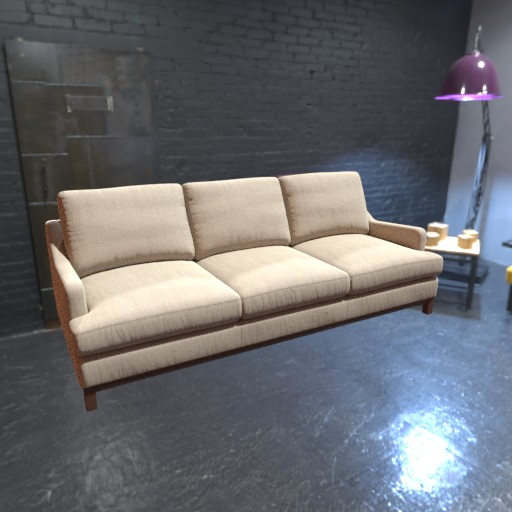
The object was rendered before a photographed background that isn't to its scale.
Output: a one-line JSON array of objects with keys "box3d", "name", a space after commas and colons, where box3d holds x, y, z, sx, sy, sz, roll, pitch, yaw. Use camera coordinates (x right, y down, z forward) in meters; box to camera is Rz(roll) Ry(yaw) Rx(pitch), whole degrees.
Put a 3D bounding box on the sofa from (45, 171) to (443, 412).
[{"box3d": [0.000, 0.000, 2.795, 2.321, 0.913, 1.000, -9, 19, -27], "name": "sofa"}]
